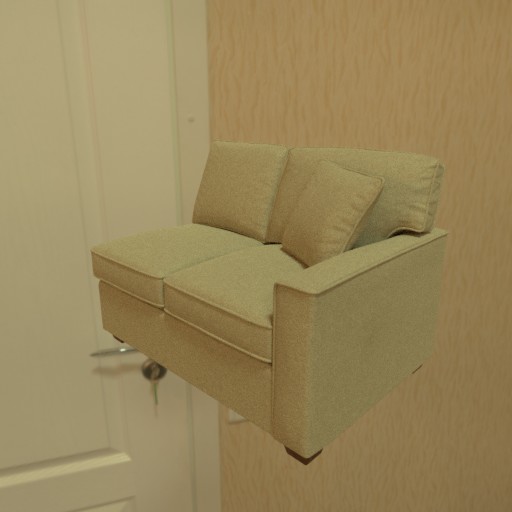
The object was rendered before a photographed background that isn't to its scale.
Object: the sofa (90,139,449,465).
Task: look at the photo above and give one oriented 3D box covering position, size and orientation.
[{"bbox_3d":[0.000,0.000,2.057,1.388,0.989,0.991,16,23,42],"label":"sofa"}]
